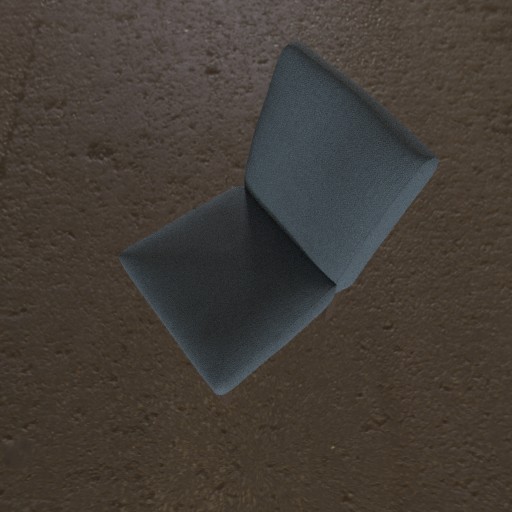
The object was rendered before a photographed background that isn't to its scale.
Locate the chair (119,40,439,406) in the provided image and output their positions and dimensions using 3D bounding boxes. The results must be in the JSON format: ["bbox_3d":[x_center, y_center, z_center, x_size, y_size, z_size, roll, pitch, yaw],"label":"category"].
[{"bbox_3d":[0.000,0.000,1.258,0.629,0.882,0.487,-36,70,-15],"label":"chair"}]
